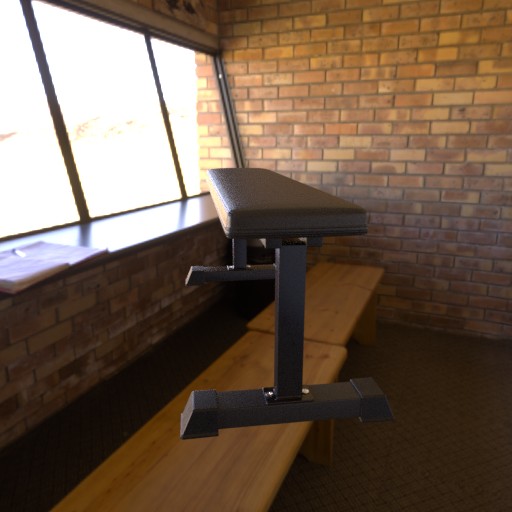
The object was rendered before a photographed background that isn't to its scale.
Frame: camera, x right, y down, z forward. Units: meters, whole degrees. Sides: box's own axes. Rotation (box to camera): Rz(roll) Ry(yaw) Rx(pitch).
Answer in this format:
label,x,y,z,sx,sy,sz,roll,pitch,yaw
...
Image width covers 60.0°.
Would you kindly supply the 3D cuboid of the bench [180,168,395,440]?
label,x,y,z,sx,sy,sz,roll,pitch,yaw
bench,0.000,0.000,1.312,0.439,0.453,1.072,-2,15,-8
